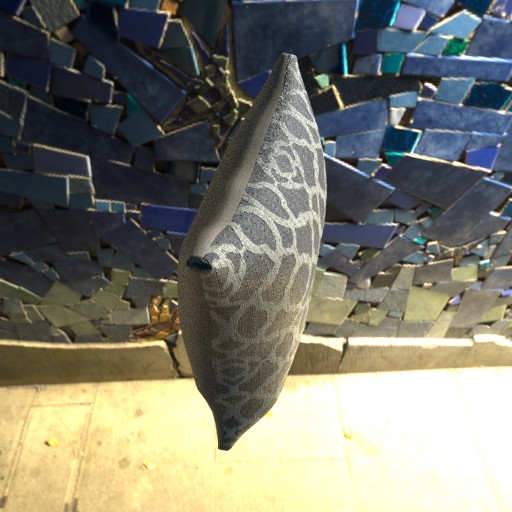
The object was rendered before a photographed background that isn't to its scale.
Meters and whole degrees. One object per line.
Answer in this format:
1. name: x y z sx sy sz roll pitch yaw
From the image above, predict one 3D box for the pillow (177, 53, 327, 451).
1. pillow: 0.000 0.000 0.778 0.215 0.498 0.508 10 48 9
